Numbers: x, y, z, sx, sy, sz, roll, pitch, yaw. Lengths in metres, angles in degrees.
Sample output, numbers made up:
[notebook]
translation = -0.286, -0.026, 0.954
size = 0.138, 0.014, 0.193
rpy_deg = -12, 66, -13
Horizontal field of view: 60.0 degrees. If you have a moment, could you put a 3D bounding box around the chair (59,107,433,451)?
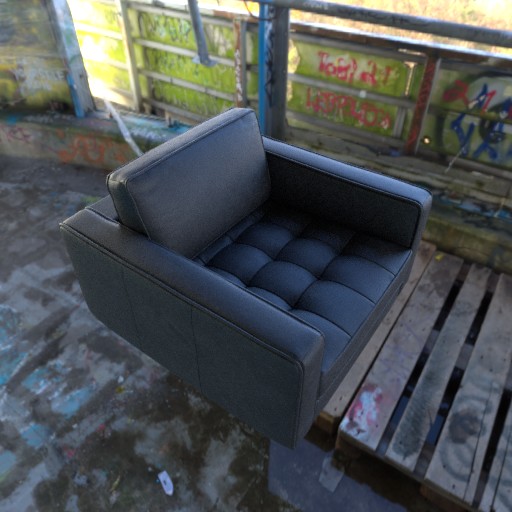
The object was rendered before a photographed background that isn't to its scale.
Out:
[chair]
translation = 0.000, 0.000, 1.566
size = 0.914, 0.763, 0.889
rpy_deg = 26, 47, 26
